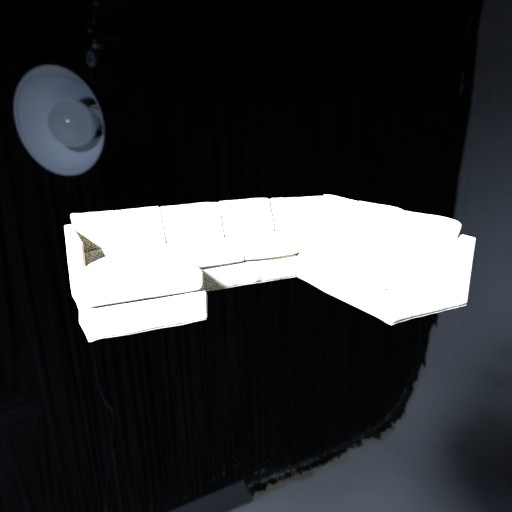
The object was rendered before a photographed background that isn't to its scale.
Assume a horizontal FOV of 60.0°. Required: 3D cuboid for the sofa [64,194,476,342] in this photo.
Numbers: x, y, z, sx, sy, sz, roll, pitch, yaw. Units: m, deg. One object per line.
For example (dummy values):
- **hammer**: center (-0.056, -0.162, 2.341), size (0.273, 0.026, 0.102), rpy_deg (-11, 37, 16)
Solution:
- **sofa**: center (0.000, 0.000, 4.532), size (3.464, 0.882, 2.448), rpy_deg (-8, 17, -27)
